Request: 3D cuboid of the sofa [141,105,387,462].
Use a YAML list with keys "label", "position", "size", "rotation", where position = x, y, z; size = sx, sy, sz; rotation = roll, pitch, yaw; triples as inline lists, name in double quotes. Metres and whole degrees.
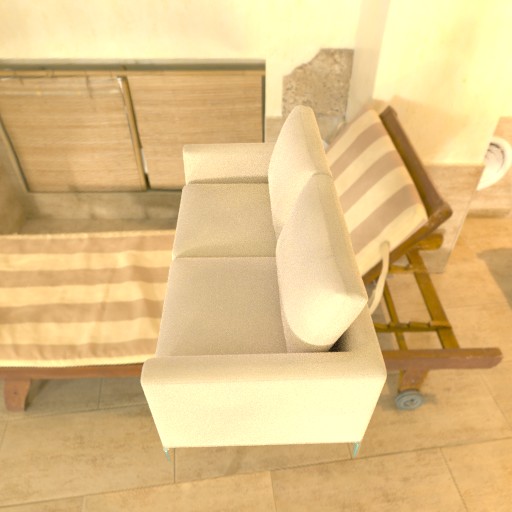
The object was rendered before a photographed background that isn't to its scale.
- label: "sofa"
  position: [0.000, 0.000, 2.338]
  size: [0.906, 0.995, 1.739]
  rotation: [-1, 42, -1]
